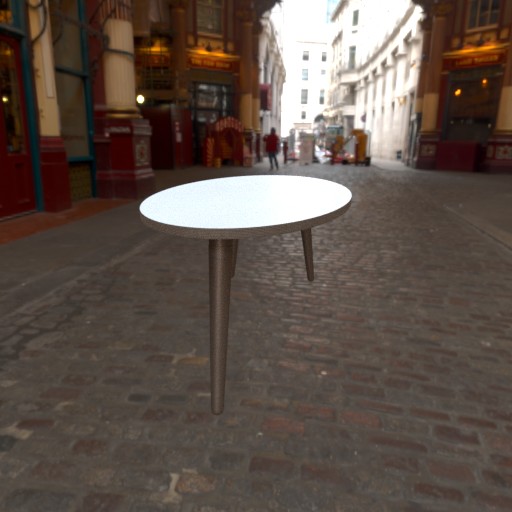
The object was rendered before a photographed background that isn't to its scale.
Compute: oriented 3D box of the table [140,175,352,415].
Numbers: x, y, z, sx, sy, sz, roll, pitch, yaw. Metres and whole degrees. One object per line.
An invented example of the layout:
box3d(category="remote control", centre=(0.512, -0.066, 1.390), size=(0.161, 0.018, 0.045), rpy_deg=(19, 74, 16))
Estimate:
box3d(category="table", centre=(0.000, 0.000, 1.336), size=(0.542, 0.390, 1.083), rpy_deg=(2, 15, 8))
